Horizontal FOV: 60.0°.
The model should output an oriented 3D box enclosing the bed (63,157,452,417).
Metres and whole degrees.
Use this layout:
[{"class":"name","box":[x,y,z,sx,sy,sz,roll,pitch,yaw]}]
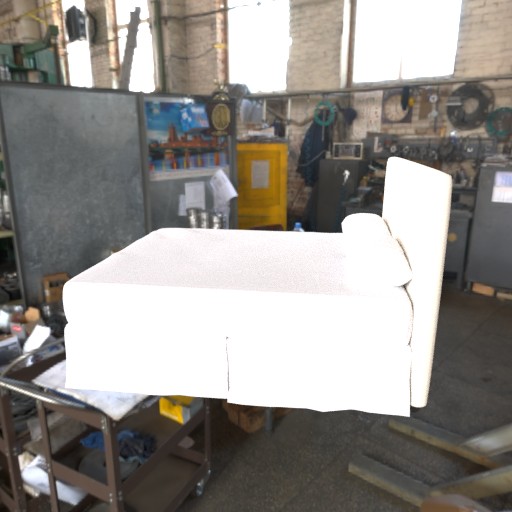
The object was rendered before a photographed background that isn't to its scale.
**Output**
[{"class":"bed","box":[0.000,0.000,3.153,2.142,1.330,1.713,2,16,9]}]
